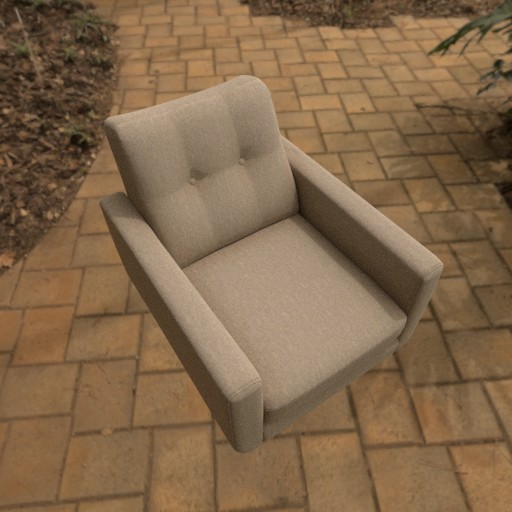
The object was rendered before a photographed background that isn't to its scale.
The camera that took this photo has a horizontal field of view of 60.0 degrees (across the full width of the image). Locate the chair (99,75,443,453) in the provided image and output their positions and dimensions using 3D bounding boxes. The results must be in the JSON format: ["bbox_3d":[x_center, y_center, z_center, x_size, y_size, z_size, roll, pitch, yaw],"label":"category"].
[{"bbox_3d":[0.000,0.000,1.793,0.897,0.965,1.128,-27,54,-22],"label":"chair"}]
